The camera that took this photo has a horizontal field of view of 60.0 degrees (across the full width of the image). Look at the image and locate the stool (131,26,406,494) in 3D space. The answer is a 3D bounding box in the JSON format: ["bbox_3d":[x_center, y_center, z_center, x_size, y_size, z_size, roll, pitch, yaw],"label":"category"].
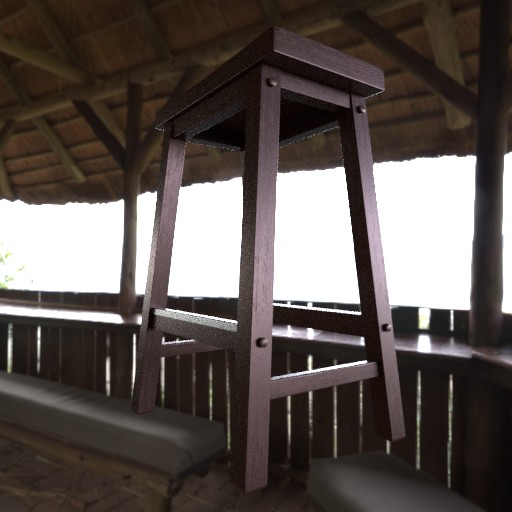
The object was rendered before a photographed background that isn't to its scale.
[{"bbox_3d":[0.000,0.000,0.817,0.322,0.610,0.406,1,-2,-35],"label":"stool"}]
